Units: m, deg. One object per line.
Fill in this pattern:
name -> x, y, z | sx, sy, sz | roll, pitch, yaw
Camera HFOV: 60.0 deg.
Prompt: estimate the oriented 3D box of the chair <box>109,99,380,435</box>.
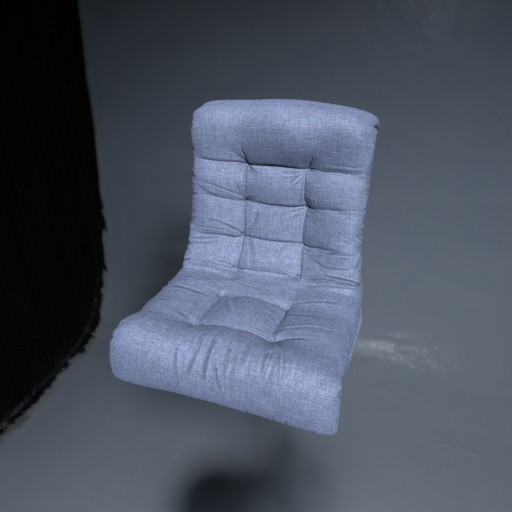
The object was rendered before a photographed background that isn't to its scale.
chair -> 0.000, 0.000, 1.221 | 0.597, 0.749, 0.668 | 9, 28, 16
